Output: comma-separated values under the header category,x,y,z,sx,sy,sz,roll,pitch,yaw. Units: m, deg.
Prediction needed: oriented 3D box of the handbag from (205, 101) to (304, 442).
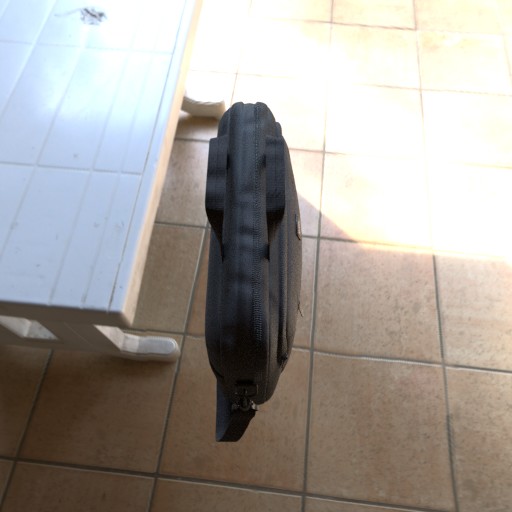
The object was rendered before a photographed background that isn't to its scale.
category,x,y,z,sx,sy,sz,roll,pitch,yaw
handbag,0.000,0.000,0.432,0.089,0.244,0.320,0,62,0
